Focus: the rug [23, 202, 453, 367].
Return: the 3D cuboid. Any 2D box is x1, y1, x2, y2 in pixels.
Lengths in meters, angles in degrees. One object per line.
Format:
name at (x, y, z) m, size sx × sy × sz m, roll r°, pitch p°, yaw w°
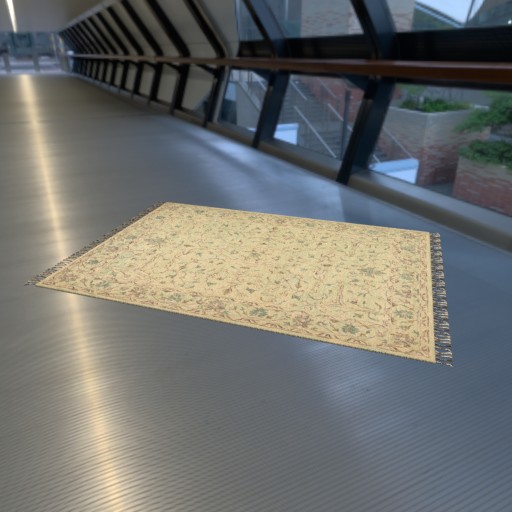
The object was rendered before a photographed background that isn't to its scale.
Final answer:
rug at (0.000, 0.000, 2.264) m, size 1.802 × 0.008 × 1.247 m, roll 8°, pitch 27°, yaw 17°
